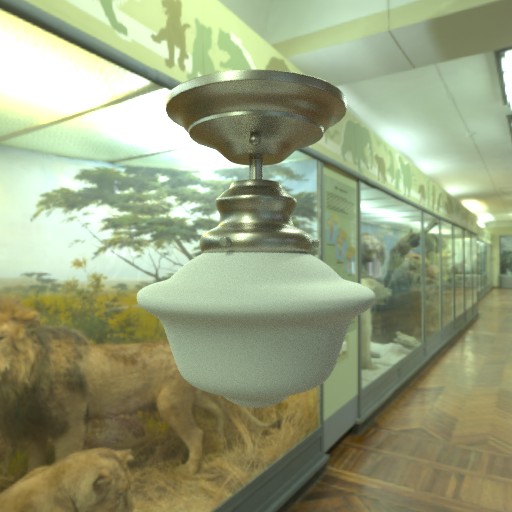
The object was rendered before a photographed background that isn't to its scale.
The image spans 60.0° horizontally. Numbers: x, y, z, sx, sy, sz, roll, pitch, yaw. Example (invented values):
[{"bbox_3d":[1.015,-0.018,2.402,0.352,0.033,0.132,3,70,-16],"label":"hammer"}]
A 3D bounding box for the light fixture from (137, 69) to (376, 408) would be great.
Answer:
[{"bbox_3d":[0.000,0.000,0.378,0.199,0.254,0.199,0,0,0],"label":"light fixture"}]
